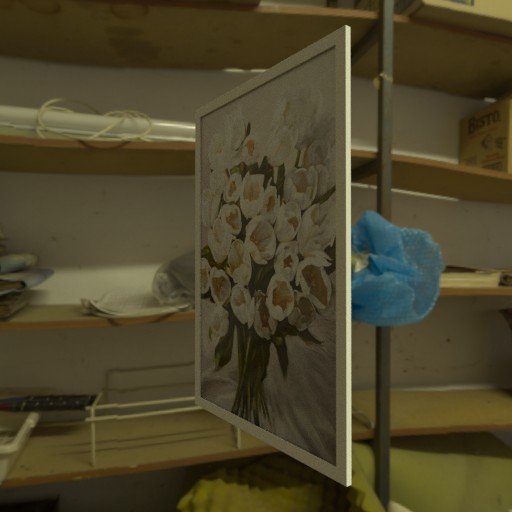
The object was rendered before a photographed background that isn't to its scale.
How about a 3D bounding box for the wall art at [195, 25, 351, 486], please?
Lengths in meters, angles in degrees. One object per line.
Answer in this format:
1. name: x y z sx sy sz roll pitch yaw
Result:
1. wall art: 0.000 0.000 1.198 0.015 0.965 0.660 0 -1 -36
